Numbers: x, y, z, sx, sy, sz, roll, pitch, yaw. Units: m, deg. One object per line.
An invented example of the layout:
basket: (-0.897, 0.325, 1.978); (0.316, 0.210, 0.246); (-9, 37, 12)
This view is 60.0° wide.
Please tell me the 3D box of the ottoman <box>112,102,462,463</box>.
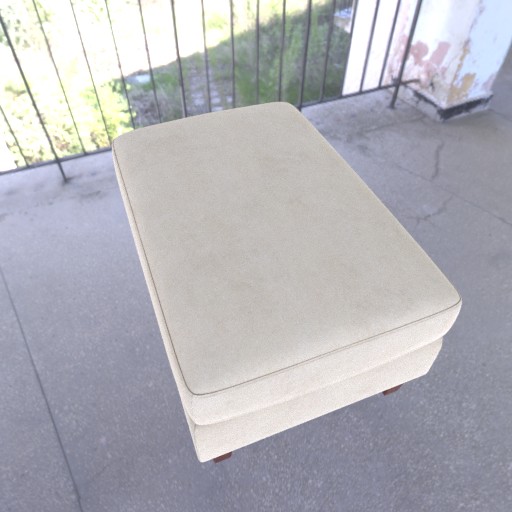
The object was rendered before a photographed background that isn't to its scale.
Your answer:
ottoman: (0.000, 0.000, 1.186); (0.584, 0.483, 0.864); (-16, 49, -14)
